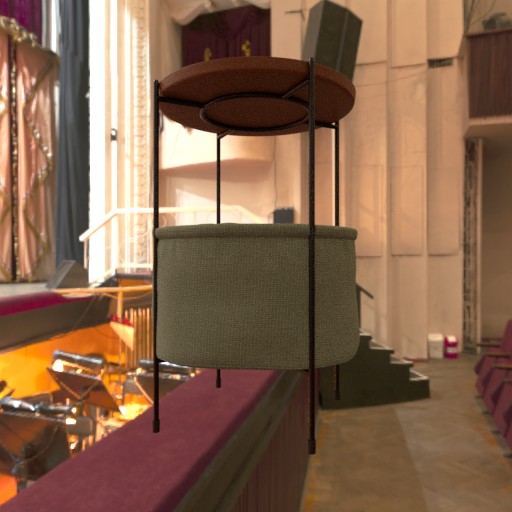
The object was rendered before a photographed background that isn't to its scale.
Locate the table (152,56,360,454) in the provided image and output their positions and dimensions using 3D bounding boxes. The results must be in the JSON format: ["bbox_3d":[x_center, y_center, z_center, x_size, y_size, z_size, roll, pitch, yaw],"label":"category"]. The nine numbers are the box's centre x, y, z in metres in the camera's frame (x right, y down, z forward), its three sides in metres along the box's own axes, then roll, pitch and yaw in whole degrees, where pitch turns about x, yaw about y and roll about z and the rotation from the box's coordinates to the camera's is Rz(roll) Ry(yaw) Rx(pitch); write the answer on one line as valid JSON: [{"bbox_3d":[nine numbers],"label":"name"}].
[{"bbox_3d":[0.000,0.000,0.875,0.400,0.623,0.400,0,0,18],"label":"table"}]
